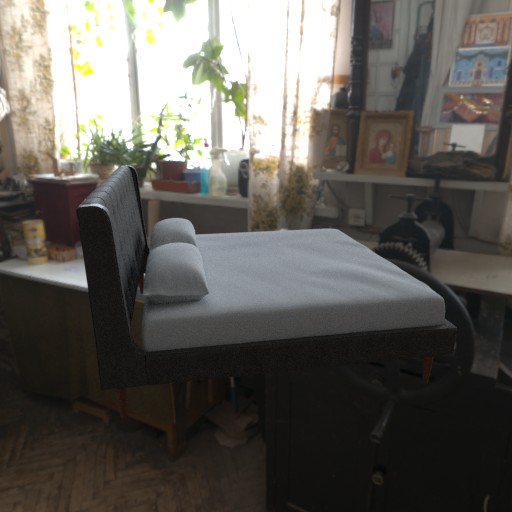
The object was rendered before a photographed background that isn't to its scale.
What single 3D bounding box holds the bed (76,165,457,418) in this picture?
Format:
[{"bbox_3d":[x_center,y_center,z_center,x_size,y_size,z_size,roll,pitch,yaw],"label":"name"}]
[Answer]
[{"bbox_3d":[0.000,0.000,3.225,2.031,1.158,1.903,-3,17,-10],"label":"bed"}]
